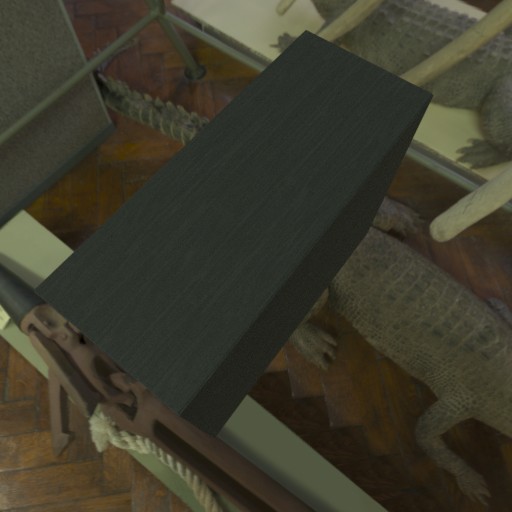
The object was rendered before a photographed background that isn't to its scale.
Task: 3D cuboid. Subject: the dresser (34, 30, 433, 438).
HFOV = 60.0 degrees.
[{"bbox_3d":[0.000,0.000,1.404,0.404,0.816,0.994,35,69,15],"label":"dresser"}]
